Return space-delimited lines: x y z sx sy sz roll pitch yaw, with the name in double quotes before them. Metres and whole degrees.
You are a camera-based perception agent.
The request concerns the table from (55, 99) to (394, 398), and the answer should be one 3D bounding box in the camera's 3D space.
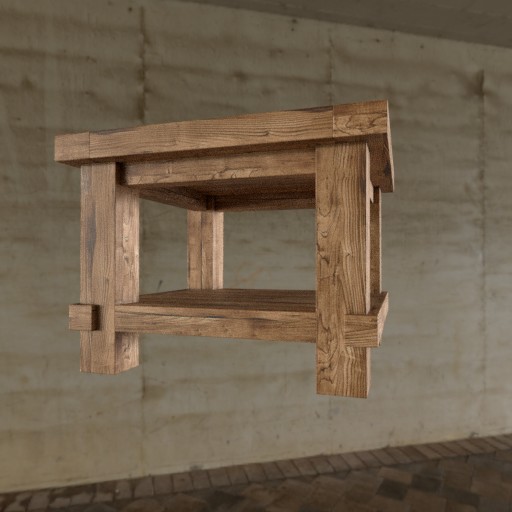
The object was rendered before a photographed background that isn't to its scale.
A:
"table" 0.000 0.000 1.038 0.610 0.457 0.610 0 -1 18
